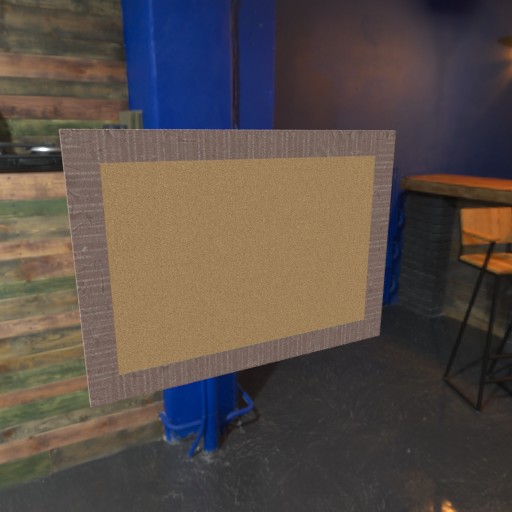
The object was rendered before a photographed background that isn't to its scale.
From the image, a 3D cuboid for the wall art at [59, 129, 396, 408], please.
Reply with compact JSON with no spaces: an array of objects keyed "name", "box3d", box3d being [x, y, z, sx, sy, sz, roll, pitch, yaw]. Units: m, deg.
[{"name":"wall art","box3d":[0.000,0.000,1.392,1.056,0.761,0.020,-7,17,-25]}]
